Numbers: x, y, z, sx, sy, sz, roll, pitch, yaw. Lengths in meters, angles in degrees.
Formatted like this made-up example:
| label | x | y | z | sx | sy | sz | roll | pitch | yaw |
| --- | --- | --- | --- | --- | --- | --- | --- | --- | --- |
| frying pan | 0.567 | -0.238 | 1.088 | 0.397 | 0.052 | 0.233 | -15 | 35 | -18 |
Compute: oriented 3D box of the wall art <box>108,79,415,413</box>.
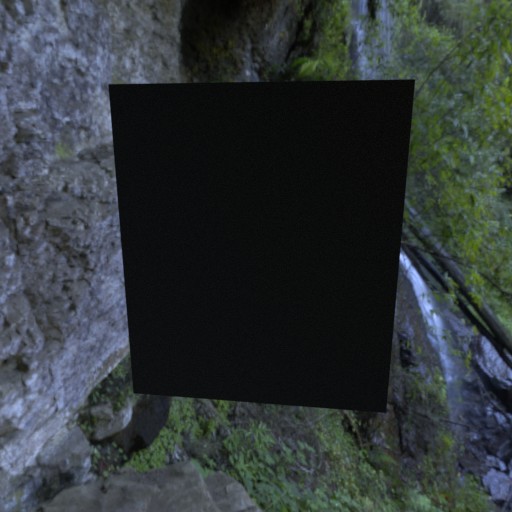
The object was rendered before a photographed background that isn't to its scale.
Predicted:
| label | x | y | z | sx | sy | sz | roll | pitch | yaw |
| --- | --- | --- | --- | --- | --- | --- | --- | --- | --- |
| wall art | 0.000 | 0.000 | 0.689 | 0.428 | 0.505 | 0.023 | 2 | 15 | 7 |
